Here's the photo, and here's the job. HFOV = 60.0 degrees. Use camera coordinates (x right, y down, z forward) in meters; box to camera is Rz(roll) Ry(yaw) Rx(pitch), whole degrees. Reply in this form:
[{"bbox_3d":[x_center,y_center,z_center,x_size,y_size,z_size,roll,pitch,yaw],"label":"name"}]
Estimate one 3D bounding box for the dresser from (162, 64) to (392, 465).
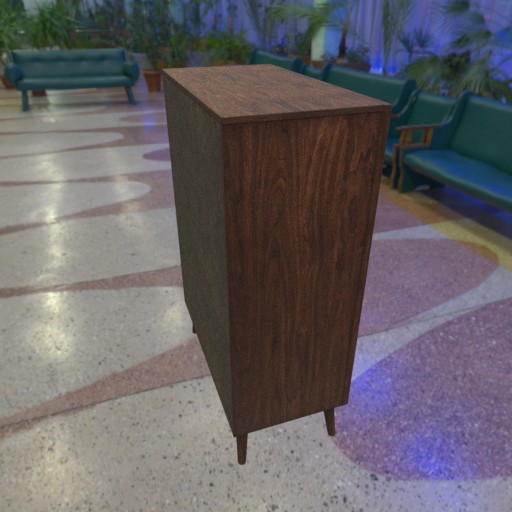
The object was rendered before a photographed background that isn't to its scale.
[{"bbox_3d":[0.000,0.000,1.854,0.498,1.365,0.919,-10,31,-17],"label":"dresser"}]
